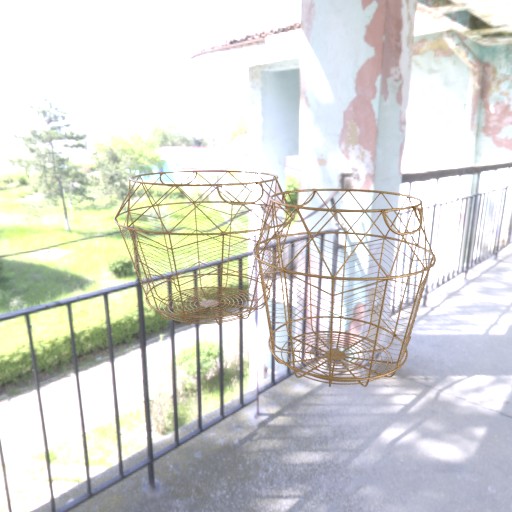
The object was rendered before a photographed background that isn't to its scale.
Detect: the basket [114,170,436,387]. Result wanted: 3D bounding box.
[{"bbox_3d":[0.000,0.000,1.029,0.805,0.343,0.451,15,21,43],"label":"basket"}]
